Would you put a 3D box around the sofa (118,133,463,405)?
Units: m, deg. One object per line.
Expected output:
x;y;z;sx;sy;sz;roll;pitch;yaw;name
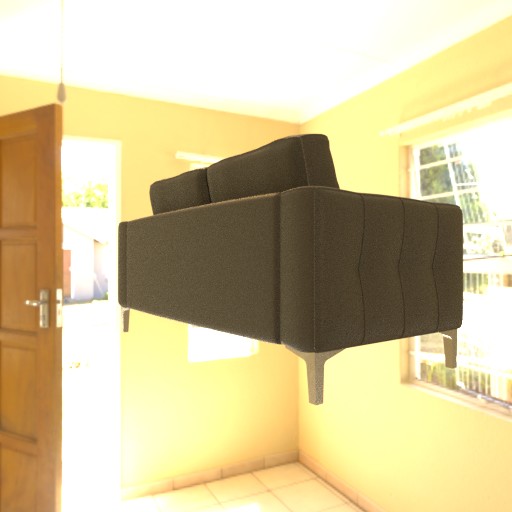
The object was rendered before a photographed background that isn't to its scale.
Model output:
0.000;0.000;2.196;0.833;0.892;1.726;0;-1;-36;sofa
